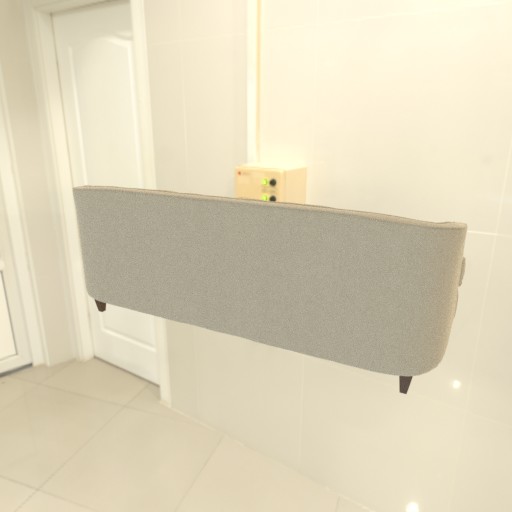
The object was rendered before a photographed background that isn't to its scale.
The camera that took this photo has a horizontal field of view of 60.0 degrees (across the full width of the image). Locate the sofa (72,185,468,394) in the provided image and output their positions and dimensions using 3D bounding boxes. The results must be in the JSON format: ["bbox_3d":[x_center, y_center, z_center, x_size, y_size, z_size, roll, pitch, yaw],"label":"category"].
[{"bbox_3d":[0.000,0.000,2.688,2.278,0.855,0.941,9,20,26],"label":"sofa"}]
